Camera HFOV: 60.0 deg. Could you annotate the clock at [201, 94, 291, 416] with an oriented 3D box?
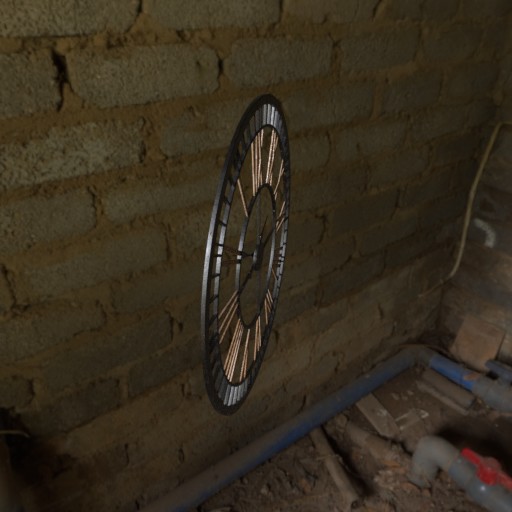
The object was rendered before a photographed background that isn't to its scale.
[{"bbox_3d":[0.000,0.000,1.224,0.025,0.843,0.843,8,31,13],"label":"clock"}]
